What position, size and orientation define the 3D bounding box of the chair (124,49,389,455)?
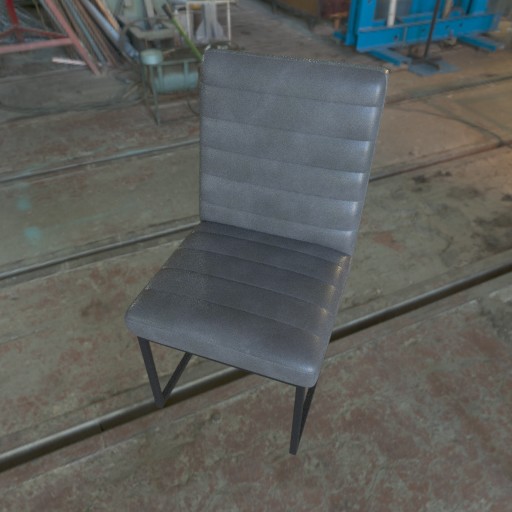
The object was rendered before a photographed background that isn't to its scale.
[{"bbox_3d":[0.000,0.000,1.269,0.520,0.930,0.634,13,43,15],"label":"chair"}]
